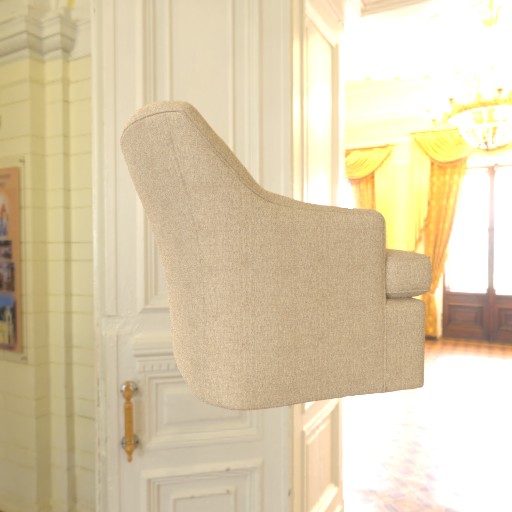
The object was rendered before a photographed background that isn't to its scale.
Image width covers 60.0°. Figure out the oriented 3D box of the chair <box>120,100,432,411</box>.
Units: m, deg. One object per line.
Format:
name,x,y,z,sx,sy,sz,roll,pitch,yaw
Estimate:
chair,0.000,0.000,1.584,0.923,0.856,0.864,-1,2,-17
